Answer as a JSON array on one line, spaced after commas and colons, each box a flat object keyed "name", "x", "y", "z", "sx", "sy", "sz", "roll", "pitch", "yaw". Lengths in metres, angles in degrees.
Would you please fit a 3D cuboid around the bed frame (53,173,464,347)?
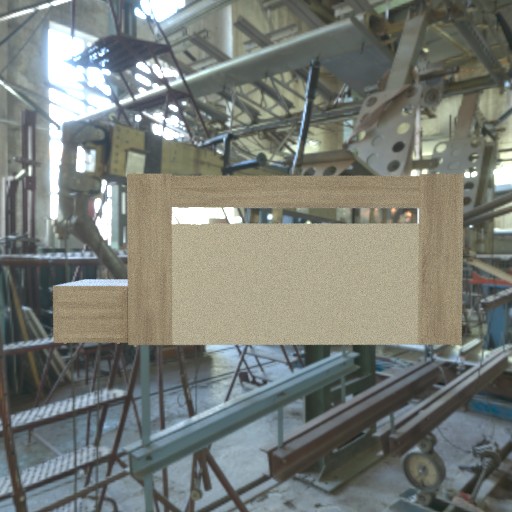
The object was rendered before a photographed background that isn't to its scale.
[{"name": "bed frame", "x": 0.000, "y": 0.000, "z": 3.218, "sx": 2.040, "sy": 0.860, "sz": 2.050, "roll": 0, "pitch": 1, "yaw": 0}]
